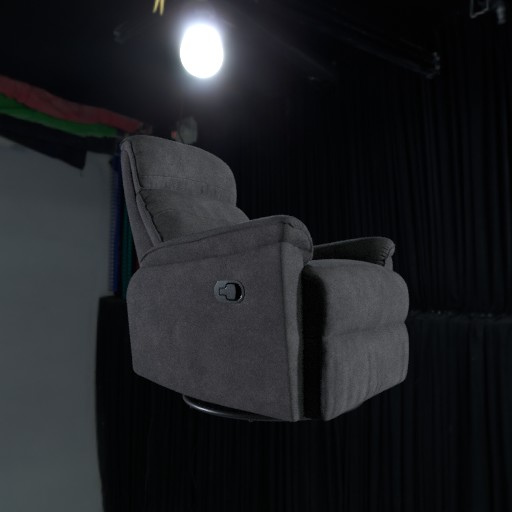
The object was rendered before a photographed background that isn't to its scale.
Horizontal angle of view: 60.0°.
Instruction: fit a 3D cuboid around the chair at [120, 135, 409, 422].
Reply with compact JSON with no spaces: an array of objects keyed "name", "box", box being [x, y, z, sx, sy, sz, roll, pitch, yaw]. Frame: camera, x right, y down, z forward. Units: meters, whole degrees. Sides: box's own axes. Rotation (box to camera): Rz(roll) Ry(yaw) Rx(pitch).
[{"name":"chair","box":[0.000,0.000,1.713,1.009,1.035,0.830,-3,-4,37]}]
